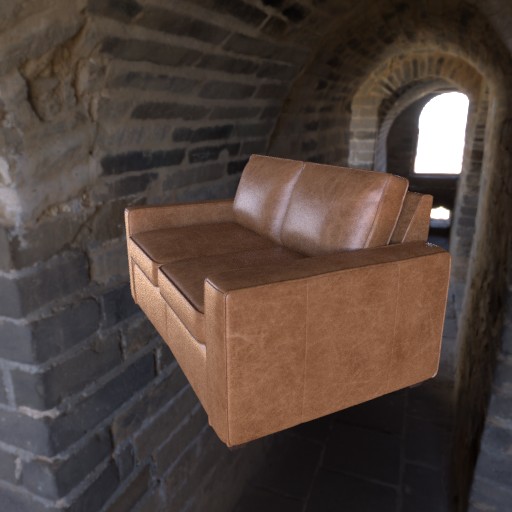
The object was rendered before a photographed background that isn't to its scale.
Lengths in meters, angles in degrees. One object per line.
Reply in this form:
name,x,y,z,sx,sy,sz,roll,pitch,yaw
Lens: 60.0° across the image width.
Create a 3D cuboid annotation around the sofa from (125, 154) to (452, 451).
sofa,0.000,0.000,2.186,1.020,0.896,1.532,-8,19,-25
